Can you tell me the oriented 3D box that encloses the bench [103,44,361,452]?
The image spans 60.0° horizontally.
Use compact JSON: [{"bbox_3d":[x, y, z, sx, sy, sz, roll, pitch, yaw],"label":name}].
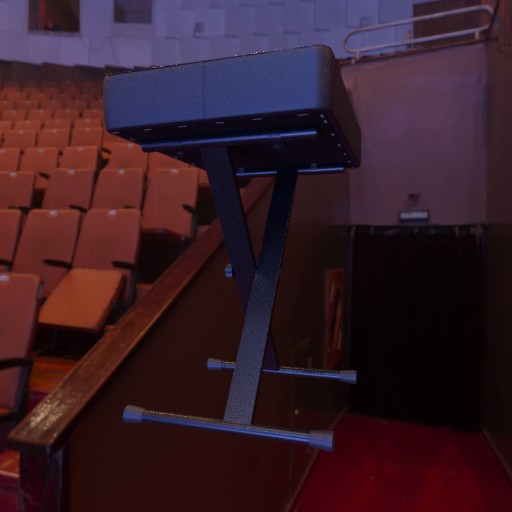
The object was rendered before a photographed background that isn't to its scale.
[{"bbox_3d":[0.000,0.000,0.762,0.321,0.500,0.424,0,1,18],"label":"bench"}]
